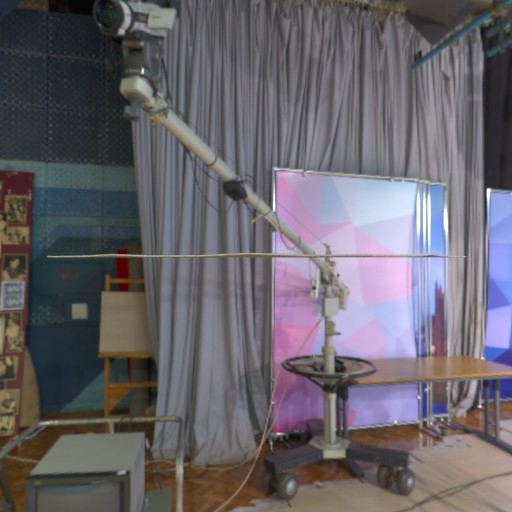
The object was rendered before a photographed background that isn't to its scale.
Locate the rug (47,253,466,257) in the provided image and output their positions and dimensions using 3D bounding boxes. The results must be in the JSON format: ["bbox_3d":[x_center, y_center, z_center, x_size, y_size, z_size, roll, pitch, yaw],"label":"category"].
[{"bbox_3d":[0.000,0.000,4.357,3.333,0.027,2.428,0,0,36],"label":"rug"}]
